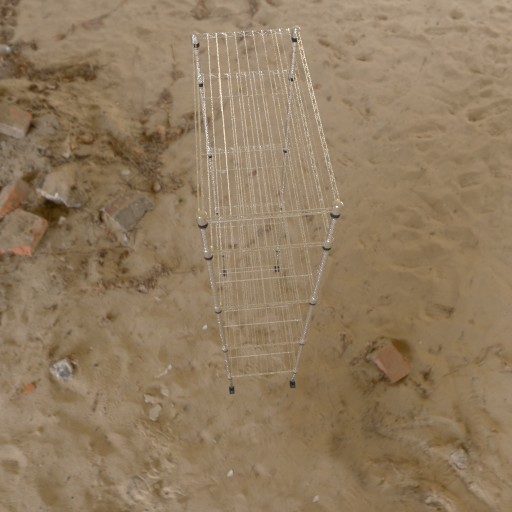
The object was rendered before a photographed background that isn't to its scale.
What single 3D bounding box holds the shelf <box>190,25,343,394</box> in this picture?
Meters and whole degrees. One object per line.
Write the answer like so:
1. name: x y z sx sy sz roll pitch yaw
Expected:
1. shelf: 0.000 0.000 1.910 0.356 1.587 0.762 -5 59 -3
